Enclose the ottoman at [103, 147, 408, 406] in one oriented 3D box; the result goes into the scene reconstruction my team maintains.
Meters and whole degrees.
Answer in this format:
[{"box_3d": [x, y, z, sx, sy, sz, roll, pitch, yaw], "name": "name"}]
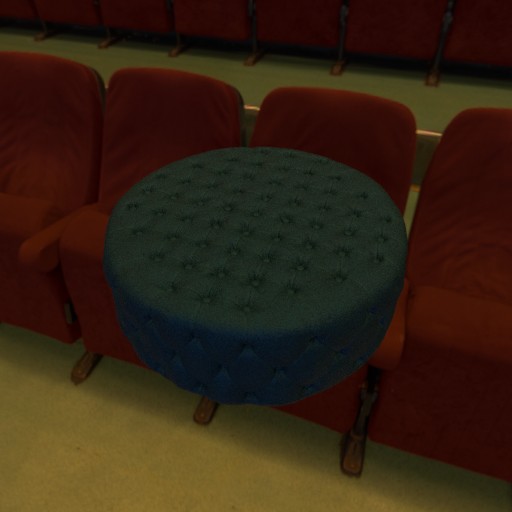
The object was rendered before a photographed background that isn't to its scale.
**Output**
[{"box_3d": [0.000, 0.000, 1.545, 0.998, 0.398, 0.998, 0, 41, 0], "name": "ottoman"}]
